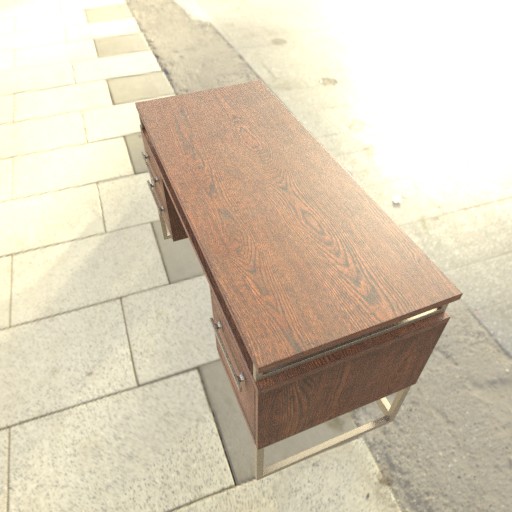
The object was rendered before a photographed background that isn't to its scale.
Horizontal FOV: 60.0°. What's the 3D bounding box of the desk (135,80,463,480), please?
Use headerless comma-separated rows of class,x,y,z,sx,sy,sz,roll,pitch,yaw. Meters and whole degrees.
desk,0.000,0.000,1.815,0.610,0.792,1.384,-16,48,-15
